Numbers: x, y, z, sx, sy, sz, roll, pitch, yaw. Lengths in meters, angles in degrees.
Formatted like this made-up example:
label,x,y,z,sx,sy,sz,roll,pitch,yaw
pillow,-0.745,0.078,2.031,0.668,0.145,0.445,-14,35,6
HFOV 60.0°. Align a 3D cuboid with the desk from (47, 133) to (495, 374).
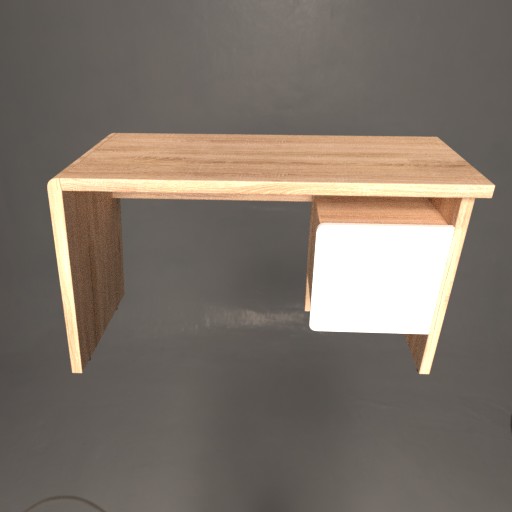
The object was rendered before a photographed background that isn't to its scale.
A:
label,x,y,z,sx,sy,sz,roll,pitch,yaw
desk,0.000,0.000,1.607,1.300,0.750,0.500,1,30,2
